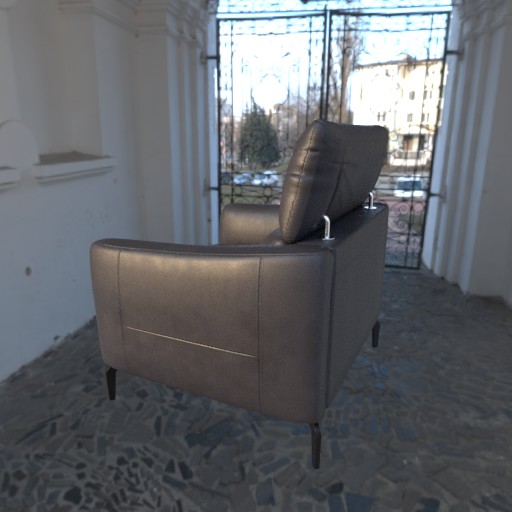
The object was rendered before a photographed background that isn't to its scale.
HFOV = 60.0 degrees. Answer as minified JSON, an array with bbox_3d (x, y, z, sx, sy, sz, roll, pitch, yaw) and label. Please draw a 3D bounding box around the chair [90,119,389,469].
[{"bbox_3d":[0.000,0.000,1.655,0.809,0.949,0.976,7,17,25],"label":"chair"}]
